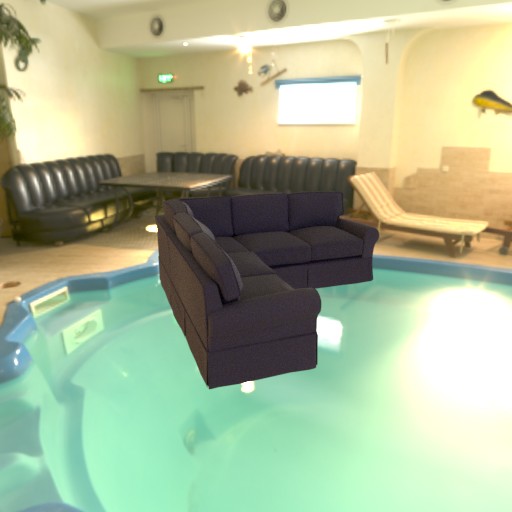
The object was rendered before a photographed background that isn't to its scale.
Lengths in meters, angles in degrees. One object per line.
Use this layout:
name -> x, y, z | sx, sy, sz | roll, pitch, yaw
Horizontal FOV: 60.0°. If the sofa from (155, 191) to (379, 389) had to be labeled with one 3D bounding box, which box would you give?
sofa -> 0.000, 0.000, 5.122 | 2.874, 1.169, 3.773 | 3, 17, 11
